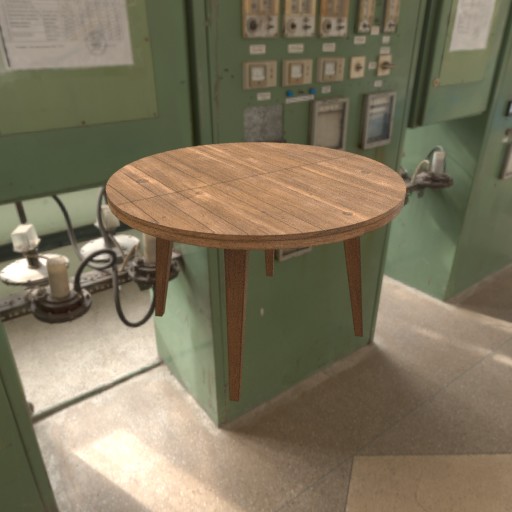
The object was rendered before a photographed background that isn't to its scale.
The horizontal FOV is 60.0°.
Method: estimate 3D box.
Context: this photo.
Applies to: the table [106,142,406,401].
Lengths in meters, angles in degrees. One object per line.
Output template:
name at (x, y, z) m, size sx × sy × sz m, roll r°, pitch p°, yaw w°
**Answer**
table at (0.000, 0.000, 2.043) m, size 1.213 × 0.764 × 1.213 m, roll 0°, pitch 27°, yaw 0°
